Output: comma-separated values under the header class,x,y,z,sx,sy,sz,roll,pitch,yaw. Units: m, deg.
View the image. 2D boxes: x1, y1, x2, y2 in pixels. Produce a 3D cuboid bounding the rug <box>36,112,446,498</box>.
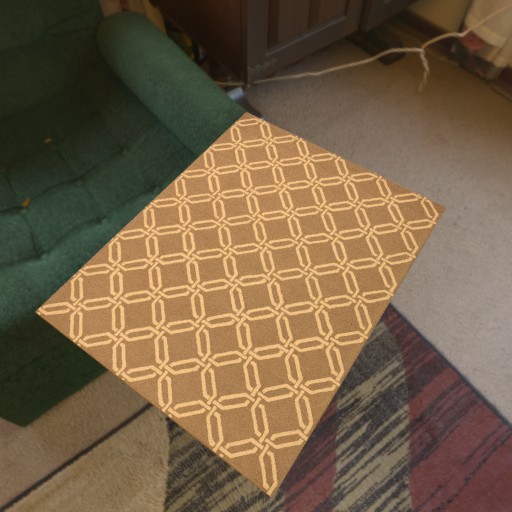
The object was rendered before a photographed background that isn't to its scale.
class,x,y,z,sx,sy,sz,roll,pitch,yaw
rug,0.000,0.000,3.828,2.288,0.018,2.895,31,63,18
